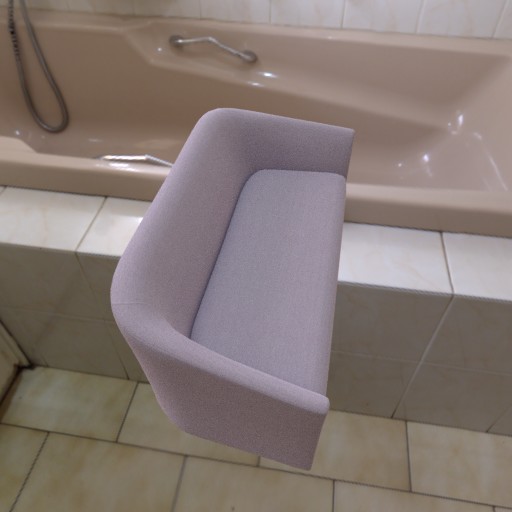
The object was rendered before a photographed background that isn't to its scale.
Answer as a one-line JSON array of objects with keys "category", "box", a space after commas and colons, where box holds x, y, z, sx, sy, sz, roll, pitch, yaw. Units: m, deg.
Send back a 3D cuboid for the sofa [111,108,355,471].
[{"category": "sofa", "box": [0.000, 0.000, 1.868, 0.705, 0.721, 1.452, 8, 47, 8]}]
